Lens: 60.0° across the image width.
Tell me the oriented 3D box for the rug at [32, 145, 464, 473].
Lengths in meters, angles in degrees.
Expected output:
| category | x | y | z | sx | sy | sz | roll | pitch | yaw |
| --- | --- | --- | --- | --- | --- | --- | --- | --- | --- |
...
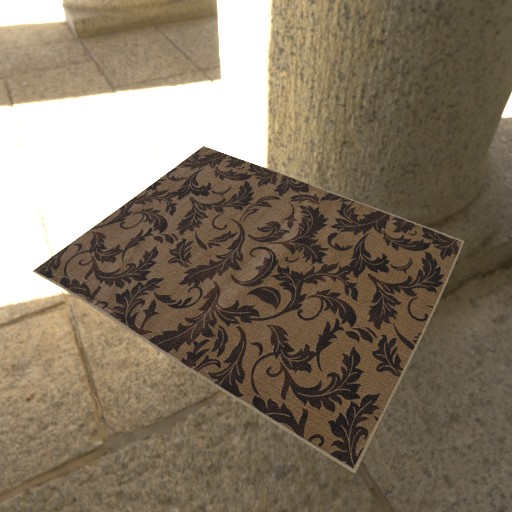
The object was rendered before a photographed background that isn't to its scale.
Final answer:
| category | x | y | z | sx | sy | sz | roll | pitch | yaw |
| --- | --- | --- | --- | --- | --- | --- | --- | --- | --- |
| rug | 0.000 | 0.000 | 3.866 | 2.977 | 0.008 | 2.380 | 25 | 50 | 22 |
